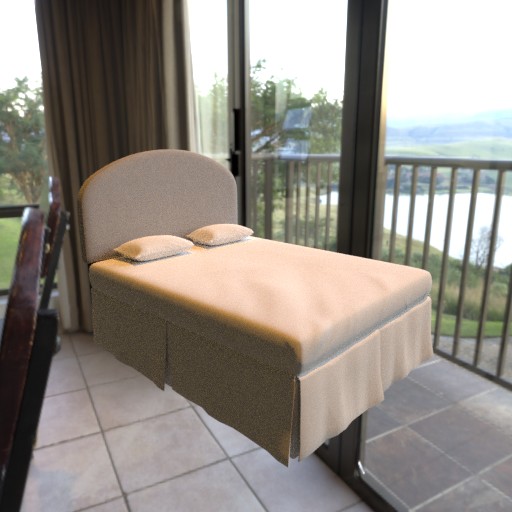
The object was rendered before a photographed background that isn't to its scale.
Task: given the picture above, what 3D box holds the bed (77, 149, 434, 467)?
[{"bbox_3d":[0.000,0.000,3.055,2.005,1.410,1.607,13,19,41],"label":"bed"}]
